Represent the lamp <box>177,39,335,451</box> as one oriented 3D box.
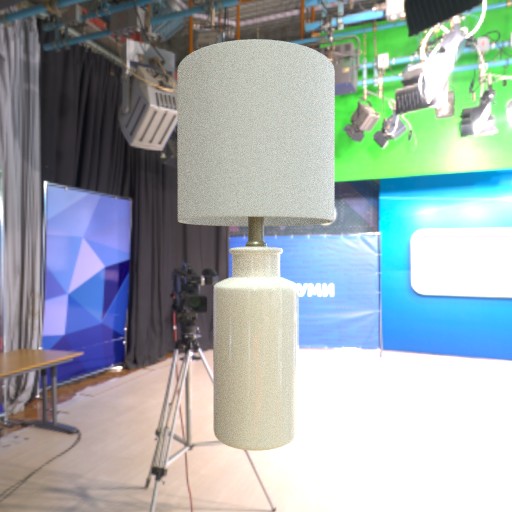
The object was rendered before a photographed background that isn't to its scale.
[{"bbox_3d":[0.000,0.000,0.610,0.212,0.493,0.212,0,1,-17],"label":"lamp"}]
